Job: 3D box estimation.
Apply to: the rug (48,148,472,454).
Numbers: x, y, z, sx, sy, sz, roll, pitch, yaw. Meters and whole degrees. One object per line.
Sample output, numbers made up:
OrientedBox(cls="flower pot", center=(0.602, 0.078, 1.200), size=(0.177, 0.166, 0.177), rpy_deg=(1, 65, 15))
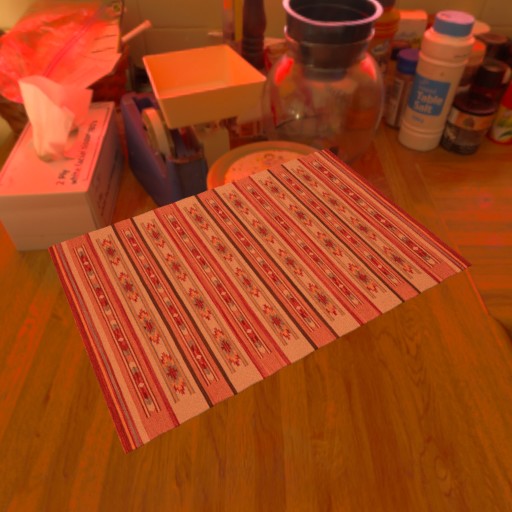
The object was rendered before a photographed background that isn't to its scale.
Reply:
OrientedBox(cls="rug", center=(0.000, 0.000, 2.280), size=(1.817, 0.008, 1.223), rpy_deg=(-23, 51, -21))
